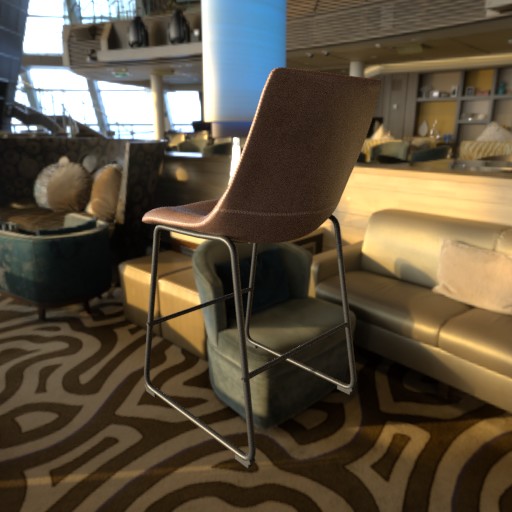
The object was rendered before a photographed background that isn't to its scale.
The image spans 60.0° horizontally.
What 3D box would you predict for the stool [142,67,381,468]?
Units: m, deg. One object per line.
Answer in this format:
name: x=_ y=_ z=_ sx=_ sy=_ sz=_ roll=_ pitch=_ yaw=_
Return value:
stool: x=0.000 y=0.000 z=1.214 sx=0.460 sy=0.890 sz=0.550 roll=-16 pitch=23 yaw=-42
